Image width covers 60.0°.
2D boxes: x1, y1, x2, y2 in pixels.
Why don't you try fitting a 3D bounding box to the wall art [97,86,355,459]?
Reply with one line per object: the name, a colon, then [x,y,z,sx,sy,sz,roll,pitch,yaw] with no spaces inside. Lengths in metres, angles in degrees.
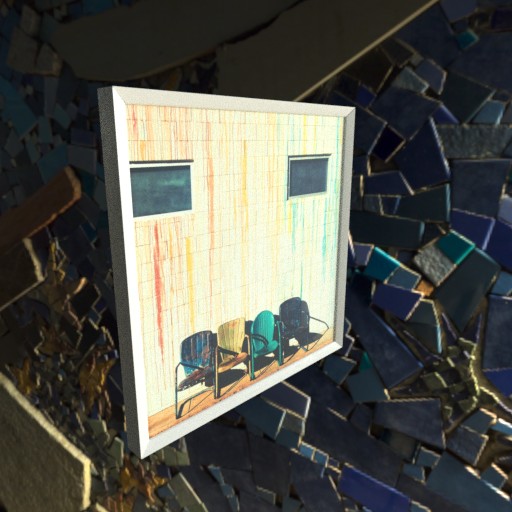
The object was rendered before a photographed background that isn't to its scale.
wall art: [0.000,0.000,0.762,0.037,0.508,0.508,14,20,43]
